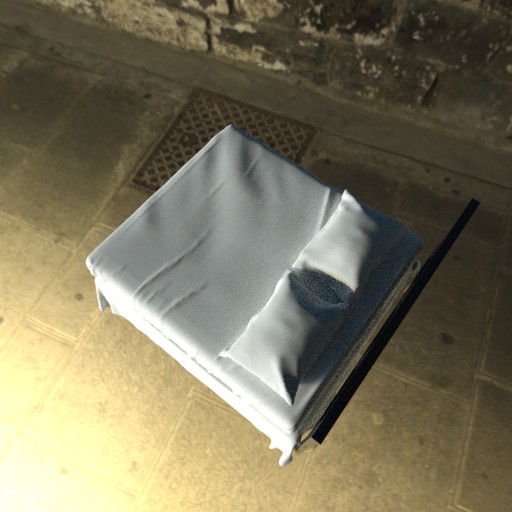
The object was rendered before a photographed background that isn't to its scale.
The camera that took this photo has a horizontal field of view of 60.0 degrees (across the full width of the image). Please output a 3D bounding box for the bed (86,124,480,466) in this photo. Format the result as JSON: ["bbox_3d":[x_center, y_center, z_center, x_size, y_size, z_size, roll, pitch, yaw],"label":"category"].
[{"bbox_3d":[0.000,0.000,3.128,2.050,1.270,1.870,35,68,16],"label":"bed"}]
